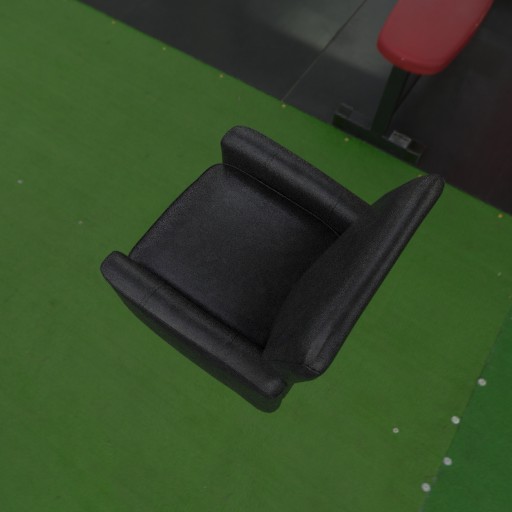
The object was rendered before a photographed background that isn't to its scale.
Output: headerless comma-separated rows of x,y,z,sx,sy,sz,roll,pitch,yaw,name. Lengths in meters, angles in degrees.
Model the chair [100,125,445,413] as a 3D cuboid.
0.000,0.000,1.653,0.864,1.014,0.848,33,69,15,chair
